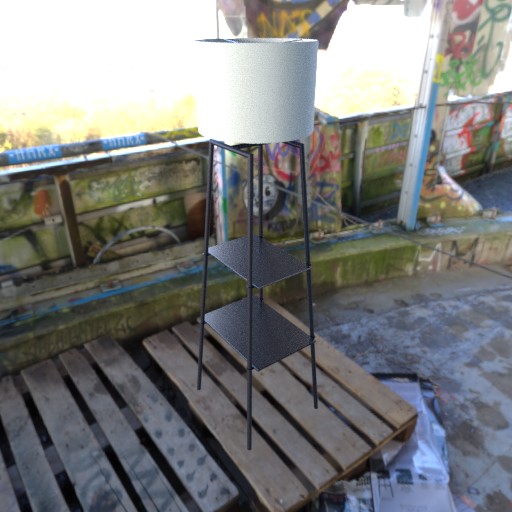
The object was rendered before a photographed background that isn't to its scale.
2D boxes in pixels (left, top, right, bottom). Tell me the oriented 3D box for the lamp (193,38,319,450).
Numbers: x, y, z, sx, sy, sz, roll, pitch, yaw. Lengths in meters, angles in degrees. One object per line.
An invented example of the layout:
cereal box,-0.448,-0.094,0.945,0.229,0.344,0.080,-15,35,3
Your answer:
lamp,0.000,0.000,1.682,0.384,1.474,0.427,-19,33,-31
